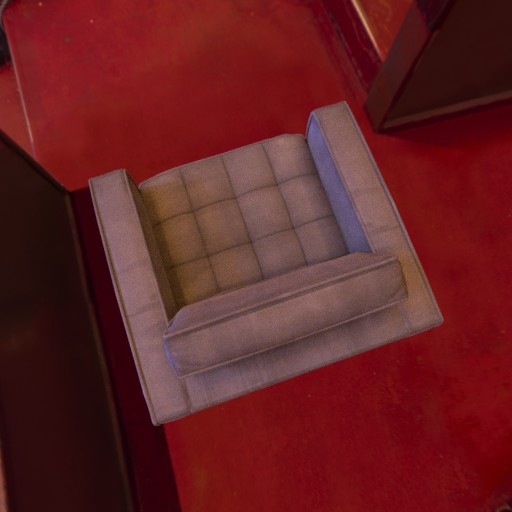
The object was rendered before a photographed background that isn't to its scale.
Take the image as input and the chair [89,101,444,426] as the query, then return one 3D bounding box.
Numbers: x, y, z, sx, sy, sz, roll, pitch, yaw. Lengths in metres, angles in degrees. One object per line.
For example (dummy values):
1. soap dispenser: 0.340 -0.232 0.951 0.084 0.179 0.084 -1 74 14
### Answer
1. chair: 0.000 0.000 1.534 0.928 0.773 0.843 -18 76 -5
